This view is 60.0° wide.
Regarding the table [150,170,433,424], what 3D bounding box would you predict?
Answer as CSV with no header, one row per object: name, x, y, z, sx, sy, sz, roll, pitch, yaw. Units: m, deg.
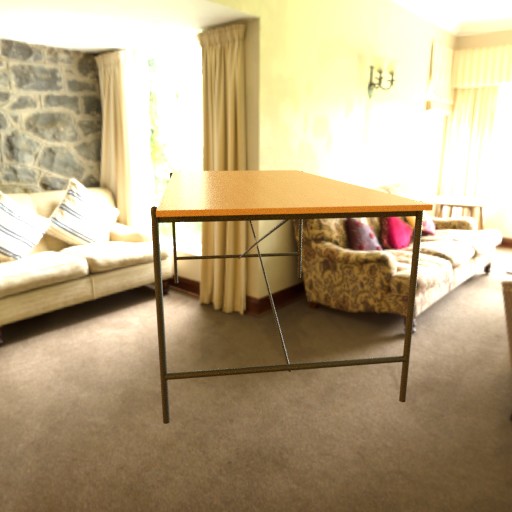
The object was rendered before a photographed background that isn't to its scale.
table,0.000,0.000,2.287,0.900,0.758,1.800,-2,15,-8
